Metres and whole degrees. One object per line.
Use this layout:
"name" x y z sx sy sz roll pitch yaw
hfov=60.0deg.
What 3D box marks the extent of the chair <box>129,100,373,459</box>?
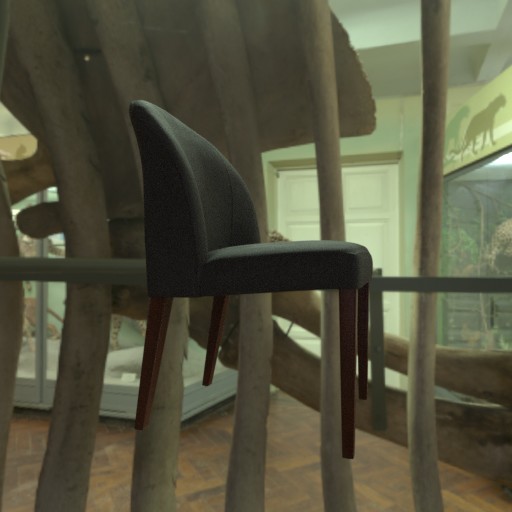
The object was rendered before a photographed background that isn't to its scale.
"chair" 0.000 0.000 1.243 0.619 0.879 0.506 0 0 18
